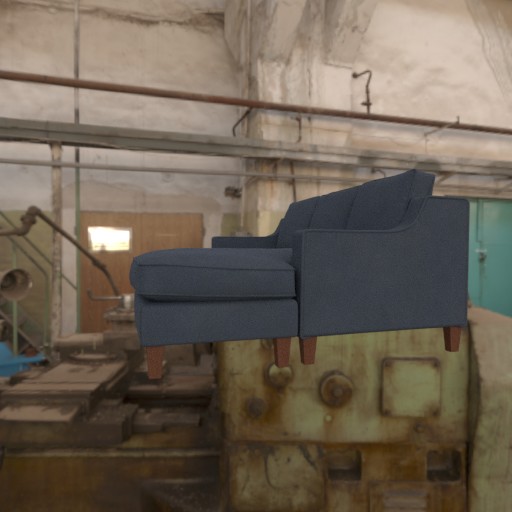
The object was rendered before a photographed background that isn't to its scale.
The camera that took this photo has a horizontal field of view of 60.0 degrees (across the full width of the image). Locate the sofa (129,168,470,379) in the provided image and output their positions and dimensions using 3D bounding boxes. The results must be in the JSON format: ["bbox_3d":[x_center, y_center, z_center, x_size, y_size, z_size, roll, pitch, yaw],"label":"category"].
[{"bbox_3d":[0.000,0.000,3.331,1.858,1.066,2.317,0,2,-17],"label":"sofa"}]
